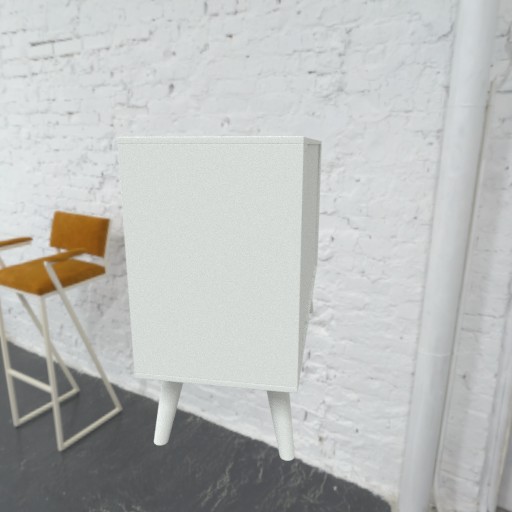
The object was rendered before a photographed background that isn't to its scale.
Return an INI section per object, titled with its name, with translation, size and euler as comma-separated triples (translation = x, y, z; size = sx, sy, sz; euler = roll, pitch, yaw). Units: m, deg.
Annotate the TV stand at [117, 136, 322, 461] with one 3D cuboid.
[TV stand]
translation = 0.000, 0.000, 1.599
size = 0.406, 0.812, 1.193
euler = 2, 14, 10
